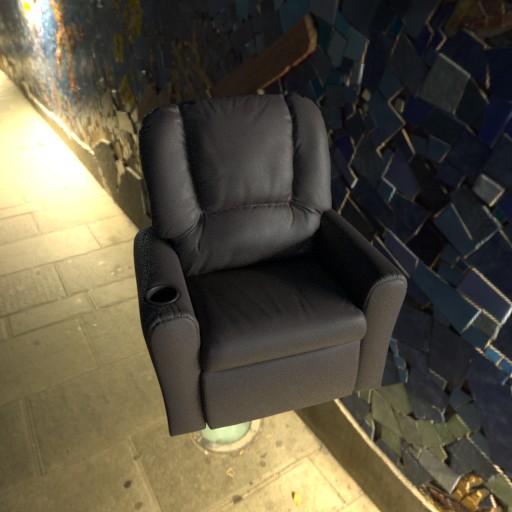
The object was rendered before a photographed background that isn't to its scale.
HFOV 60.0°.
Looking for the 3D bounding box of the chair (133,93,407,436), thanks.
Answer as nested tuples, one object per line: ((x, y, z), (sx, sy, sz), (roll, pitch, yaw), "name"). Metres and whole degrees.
((0.000, 0.000, 1.142), (0.610, 0.709, 0.521), (-9, 33, -14), "chair")
